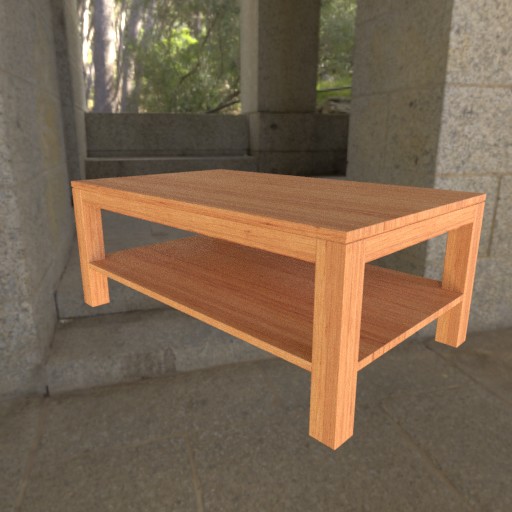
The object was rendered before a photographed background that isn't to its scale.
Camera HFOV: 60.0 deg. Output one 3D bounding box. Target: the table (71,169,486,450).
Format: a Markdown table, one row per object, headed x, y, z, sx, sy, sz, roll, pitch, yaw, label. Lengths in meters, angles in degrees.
| x | y | z | sx | sy | sz | roll | pitch | yaw | label |
| --- | --- | --- | --- | --- | --- | --- | --- | --- | --- |
| 0.000 | 0.000 | 1.468 | 1.146 | 0.457 | 0.695 | 15 | 22 | 43 | table |
